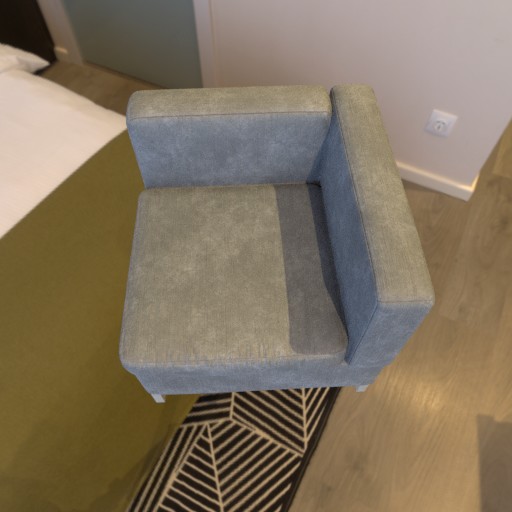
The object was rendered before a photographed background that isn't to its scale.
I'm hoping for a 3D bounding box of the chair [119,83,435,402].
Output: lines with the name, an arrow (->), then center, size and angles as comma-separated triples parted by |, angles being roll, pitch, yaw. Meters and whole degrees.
chair -> 0.000, 0.000, 1.252 | 0.680, 0.660, 0.680 | -3, 57, -2
